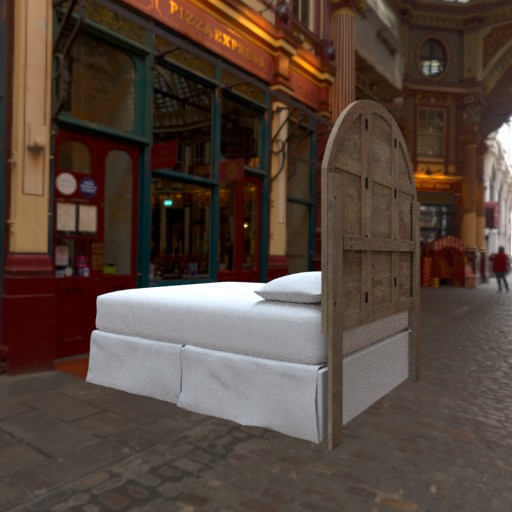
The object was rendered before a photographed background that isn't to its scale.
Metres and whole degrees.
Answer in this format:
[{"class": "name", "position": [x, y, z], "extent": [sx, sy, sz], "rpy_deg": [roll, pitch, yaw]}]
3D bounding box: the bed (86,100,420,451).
[{"class": "bed", "position": [0.000, 0.000, 3.538], "extent": [2.112, 2.002, 1.713], "rpy_deg": [0, 0, 36]}]
